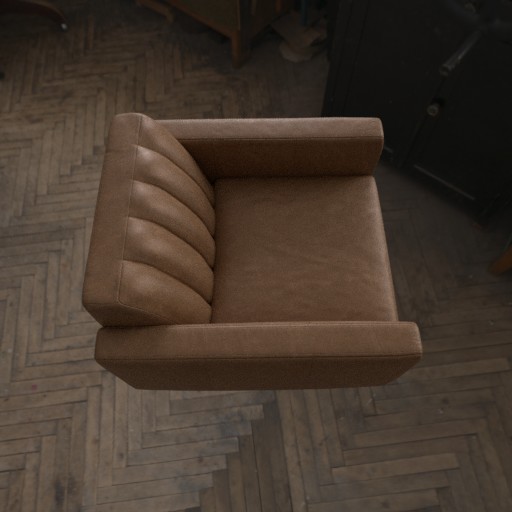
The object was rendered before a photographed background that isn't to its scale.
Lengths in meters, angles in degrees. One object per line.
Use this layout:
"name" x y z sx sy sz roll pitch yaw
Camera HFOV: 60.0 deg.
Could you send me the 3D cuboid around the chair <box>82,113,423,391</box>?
"chair" 0.000 0.000 1.681 0.998 0.819 0.953 -1 64 0
